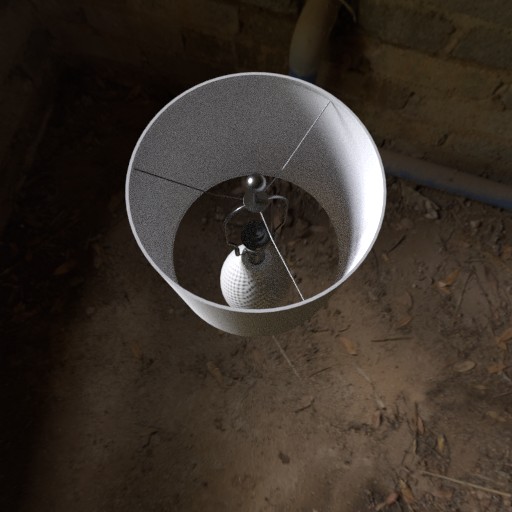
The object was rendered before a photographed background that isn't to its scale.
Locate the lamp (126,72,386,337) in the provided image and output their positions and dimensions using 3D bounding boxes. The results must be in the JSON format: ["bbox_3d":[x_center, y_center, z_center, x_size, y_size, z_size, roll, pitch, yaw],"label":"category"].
[{"bbox_3d":[0.000,0.000,0.582,0.214,0.466,0.214,-21,75,-6],"label":"lamp"}]
